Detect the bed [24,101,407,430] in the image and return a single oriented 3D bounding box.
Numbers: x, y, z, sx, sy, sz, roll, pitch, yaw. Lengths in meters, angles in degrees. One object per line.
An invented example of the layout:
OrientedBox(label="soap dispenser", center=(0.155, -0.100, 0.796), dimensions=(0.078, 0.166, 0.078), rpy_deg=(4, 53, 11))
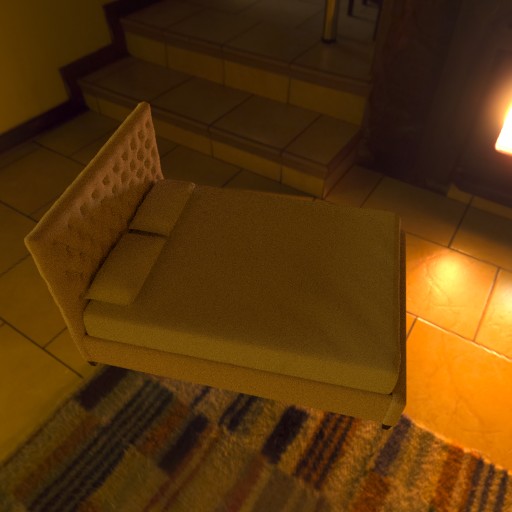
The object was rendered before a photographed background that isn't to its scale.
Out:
OrientedBox(label="bed", center=(0.000, 0.000, 3.399), dimensions=(2.387, 1.427, 1.698), rpy_deg=(9, 47, 9))
